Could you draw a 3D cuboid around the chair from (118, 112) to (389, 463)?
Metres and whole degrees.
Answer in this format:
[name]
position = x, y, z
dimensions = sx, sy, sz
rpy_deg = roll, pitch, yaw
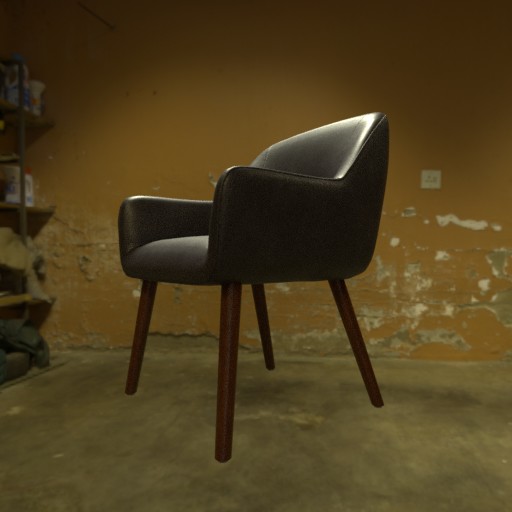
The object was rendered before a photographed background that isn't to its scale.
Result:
[chair]
position = 0.000, 0.000, 1.270
dimensions = 0.610, 0.828, 0.610
rpy_deg = 0, 0, -36
